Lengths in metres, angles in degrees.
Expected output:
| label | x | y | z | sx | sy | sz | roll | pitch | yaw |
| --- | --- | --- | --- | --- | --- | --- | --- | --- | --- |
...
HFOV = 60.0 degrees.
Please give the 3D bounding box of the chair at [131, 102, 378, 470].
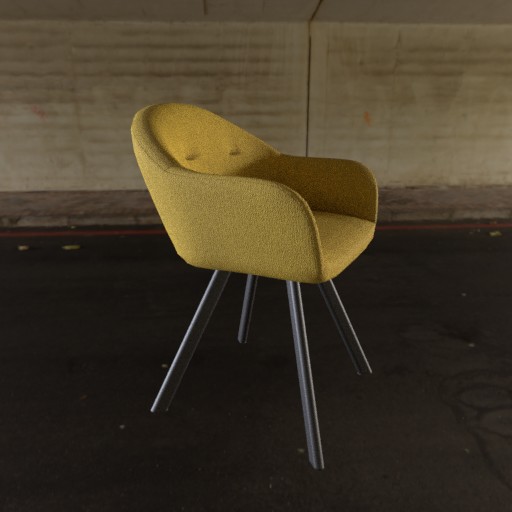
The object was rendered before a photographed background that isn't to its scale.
| label | x | y | z | sx | sy | sz | roll | pitch | yaw |
| --- | --- | --- | --- | --- | --- | --- | --- | --- | --- |
| chair | 0.000 | 0.000 | 1.170 | 0.565 | 0.775 | 0.545 | 9 | 19 | 26 |
